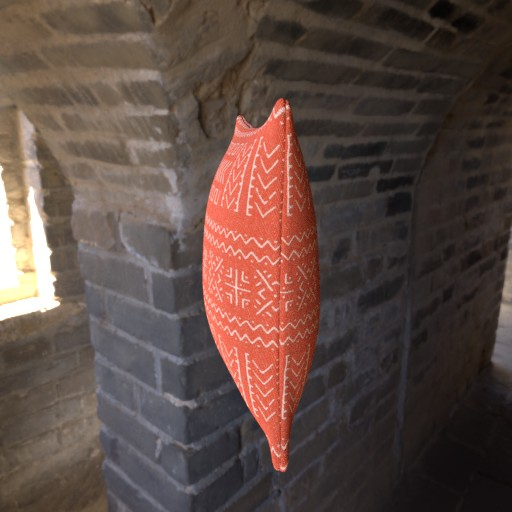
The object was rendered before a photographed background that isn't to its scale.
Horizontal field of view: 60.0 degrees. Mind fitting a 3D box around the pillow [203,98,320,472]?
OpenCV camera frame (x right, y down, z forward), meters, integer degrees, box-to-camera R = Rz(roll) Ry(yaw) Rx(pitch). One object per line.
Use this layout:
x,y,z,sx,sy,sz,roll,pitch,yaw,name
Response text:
0.000,0.000,0.676,0.164,0.429,0.438,-2,15,-7,pillow
